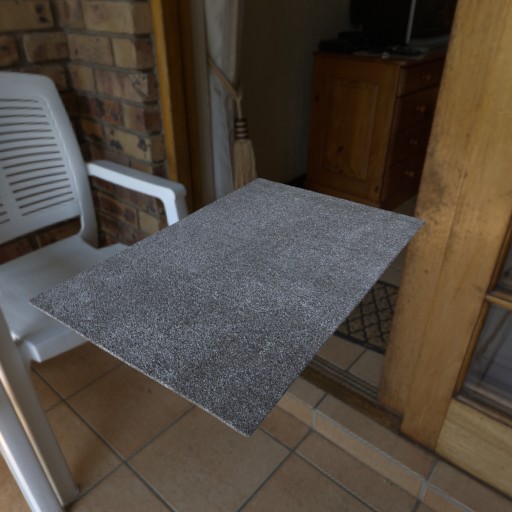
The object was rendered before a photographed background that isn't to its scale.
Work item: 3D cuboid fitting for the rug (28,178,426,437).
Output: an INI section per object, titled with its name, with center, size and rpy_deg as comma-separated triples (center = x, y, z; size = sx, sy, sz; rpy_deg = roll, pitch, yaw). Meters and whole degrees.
[rug]
center = 0.000, 0.000, 3.434
size = 1.802, 0.026, 2.699
rpy_deg = 20, 36, 29
